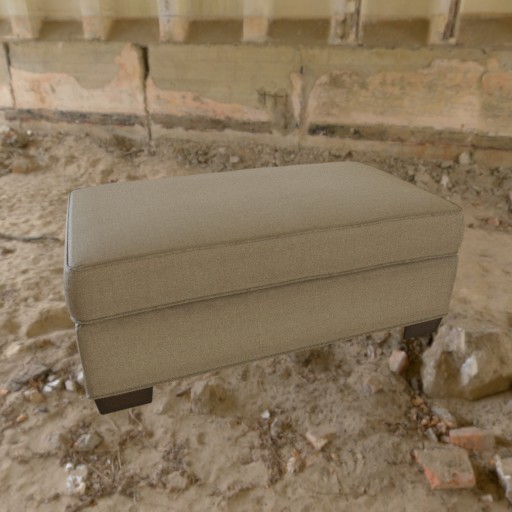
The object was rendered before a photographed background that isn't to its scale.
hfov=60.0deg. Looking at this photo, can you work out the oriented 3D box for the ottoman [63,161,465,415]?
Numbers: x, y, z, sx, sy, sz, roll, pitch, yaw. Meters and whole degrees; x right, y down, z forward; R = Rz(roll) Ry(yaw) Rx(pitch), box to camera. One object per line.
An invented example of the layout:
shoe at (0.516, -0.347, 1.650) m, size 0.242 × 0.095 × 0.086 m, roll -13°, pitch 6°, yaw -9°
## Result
ottoman at (0.000, 0.000, 1.426) m, size 1.097 × 0.461 × 0.617 m, roll -9°, pitch 28°, yaw -18°
